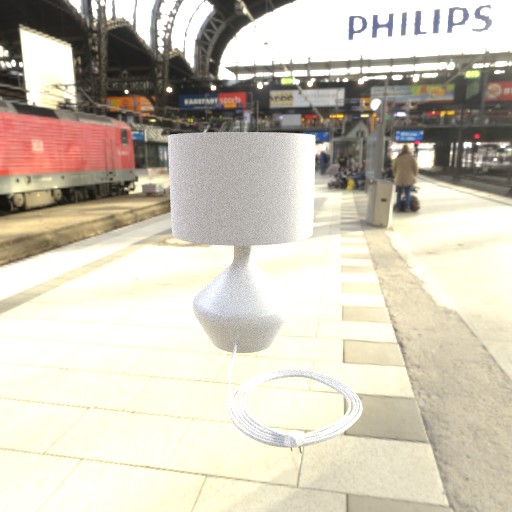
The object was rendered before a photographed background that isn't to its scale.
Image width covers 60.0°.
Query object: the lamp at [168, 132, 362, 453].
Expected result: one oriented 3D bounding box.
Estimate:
[{"bbox_3d":[0.000,0.000,0.854,0.401,0.457,0.546,2,13,8],"label":"lamp"}]
